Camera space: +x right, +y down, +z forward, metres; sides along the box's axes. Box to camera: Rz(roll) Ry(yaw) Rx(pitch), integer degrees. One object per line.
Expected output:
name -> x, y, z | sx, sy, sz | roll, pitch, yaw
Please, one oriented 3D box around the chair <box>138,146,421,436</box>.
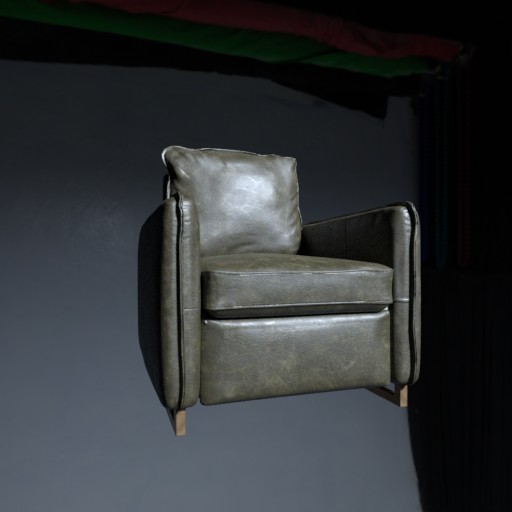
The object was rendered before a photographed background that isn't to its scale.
chair -> 0.000, 0.000, 1.634 | 0.830, 0.921, 0.921 | 0, 0, -19
